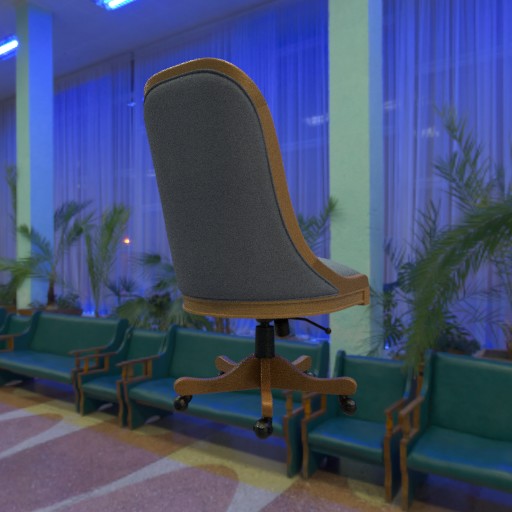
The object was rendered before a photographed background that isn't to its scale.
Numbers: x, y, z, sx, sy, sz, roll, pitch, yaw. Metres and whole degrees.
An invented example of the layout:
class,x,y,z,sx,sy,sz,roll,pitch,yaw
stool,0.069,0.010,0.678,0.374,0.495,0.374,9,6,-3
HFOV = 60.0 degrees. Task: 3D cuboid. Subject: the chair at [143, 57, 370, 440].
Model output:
class,x,y,z,sx,sy,sz,roll,pitch,yaw
chair,0.000,0.000,1.489,0.605,1.031,0.735,0,0,36
